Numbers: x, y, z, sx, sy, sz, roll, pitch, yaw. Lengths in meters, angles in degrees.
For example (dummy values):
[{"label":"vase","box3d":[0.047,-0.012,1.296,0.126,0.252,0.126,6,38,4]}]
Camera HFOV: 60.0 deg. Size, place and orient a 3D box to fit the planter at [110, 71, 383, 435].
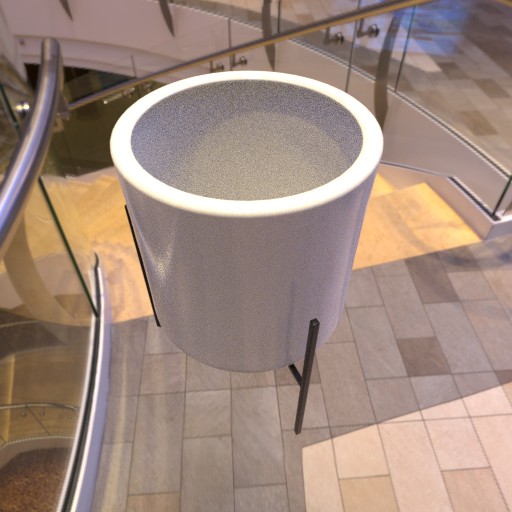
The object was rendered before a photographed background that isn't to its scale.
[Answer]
[{"label":"planter","box3d":[0.000,0.000,0.720,0.360,0.480,0.361,31,53,27]}]
